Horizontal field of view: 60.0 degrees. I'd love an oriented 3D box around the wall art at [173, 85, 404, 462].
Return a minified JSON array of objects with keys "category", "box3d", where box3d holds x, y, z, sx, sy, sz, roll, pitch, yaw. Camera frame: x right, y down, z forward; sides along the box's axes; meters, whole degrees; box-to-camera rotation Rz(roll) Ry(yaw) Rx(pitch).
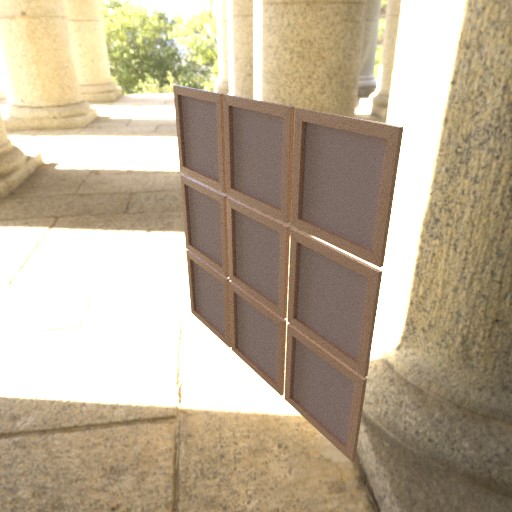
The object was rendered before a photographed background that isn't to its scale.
[{"category":"wall art","box3d":[0.000,0.000,1.805,0.016,1.207,1.217,-18,32,-32]}]
